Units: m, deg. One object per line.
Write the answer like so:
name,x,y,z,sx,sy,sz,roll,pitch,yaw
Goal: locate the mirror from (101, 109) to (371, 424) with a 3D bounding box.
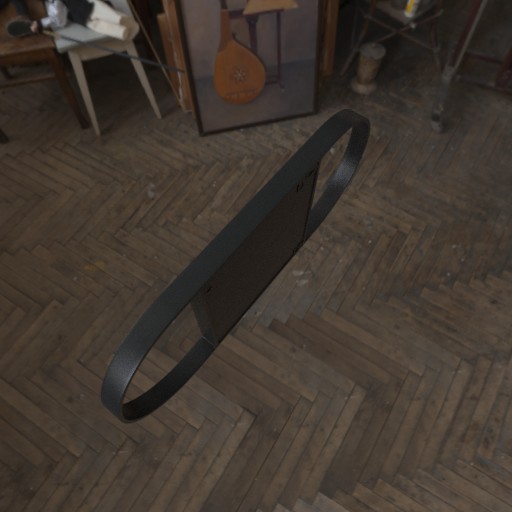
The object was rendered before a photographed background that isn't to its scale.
mirror,0.000,0.000,0.672,0.032,0.254,0.584,35,68,16
